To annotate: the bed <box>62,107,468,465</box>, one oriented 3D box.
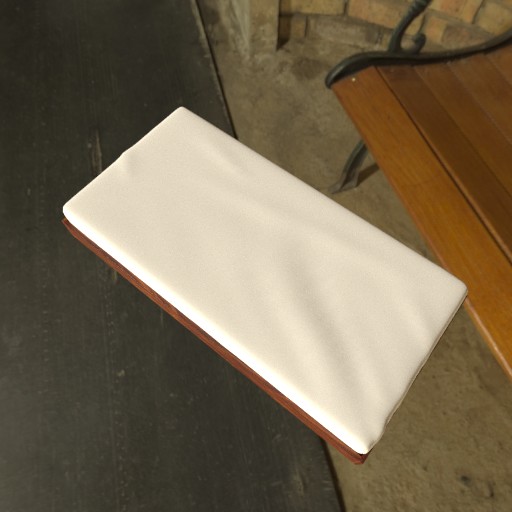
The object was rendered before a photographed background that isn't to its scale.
[{"bbox_3d":[0.000,0.000,2.226,1.860,0.312,0.940,35,68,16],"label":"bed"}]
